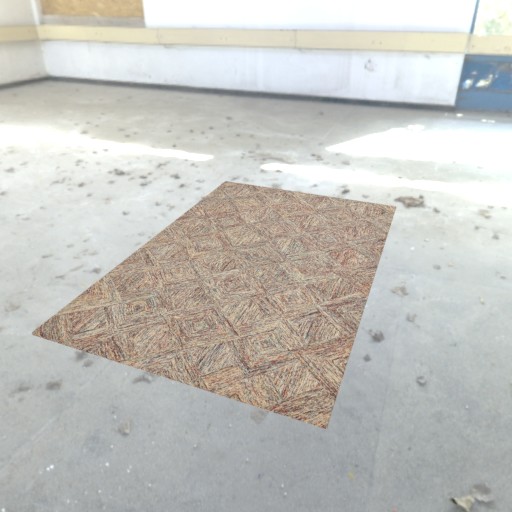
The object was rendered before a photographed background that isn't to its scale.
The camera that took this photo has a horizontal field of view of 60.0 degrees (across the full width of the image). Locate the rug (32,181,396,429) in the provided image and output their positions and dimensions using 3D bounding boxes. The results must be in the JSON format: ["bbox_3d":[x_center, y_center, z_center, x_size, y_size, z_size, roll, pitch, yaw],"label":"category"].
[{"bbox_3d":[0.000,0.000,2.905,1.523,0.019,2.285,12,32,19],"label":"rug"}]
